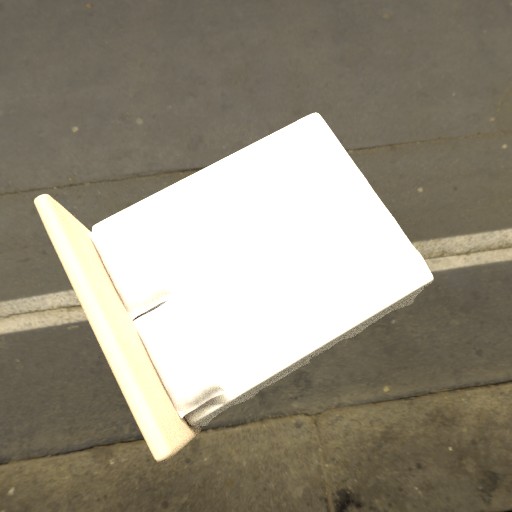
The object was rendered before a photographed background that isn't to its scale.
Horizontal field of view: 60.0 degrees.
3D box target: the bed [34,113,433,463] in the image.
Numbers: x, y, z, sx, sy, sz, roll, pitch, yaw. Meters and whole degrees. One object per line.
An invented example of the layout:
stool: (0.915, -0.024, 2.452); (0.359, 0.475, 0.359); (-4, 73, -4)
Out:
bed: (0.000, 0.000, 3.157); (2.142, 1.330, 1.723); (-29, 76, -8)
